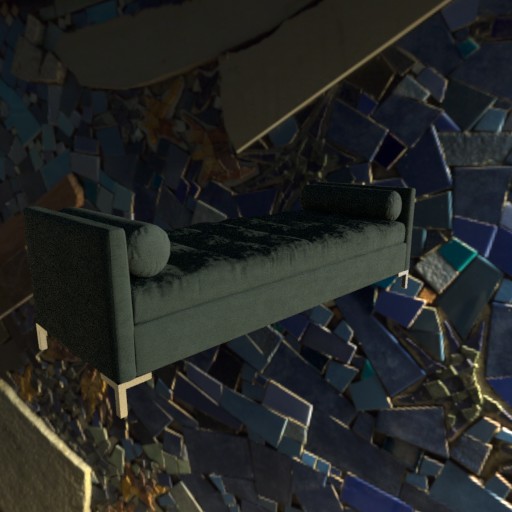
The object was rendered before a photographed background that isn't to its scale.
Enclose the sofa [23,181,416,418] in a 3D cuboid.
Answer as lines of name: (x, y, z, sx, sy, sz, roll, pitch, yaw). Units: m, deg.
sofa: (0.000, 0.000, 2.420, 2.102, 0.657, 0.797, -13, 19, -43)
